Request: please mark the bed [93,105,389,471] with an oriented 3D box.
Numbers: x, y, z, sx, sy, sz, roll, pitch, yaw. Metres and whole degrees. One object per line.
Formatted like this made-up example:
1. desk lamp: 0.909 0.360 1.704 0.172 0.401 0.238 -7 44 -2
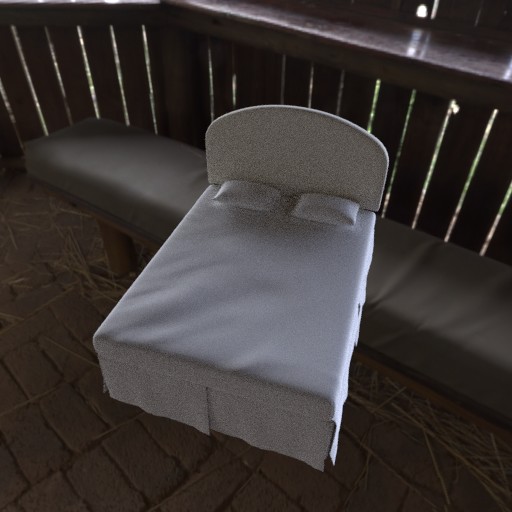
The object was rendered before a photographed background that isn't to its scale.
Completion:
1. bed: 0.000 0.000 3.116 1.607 1.410 2.005 12 42 14
